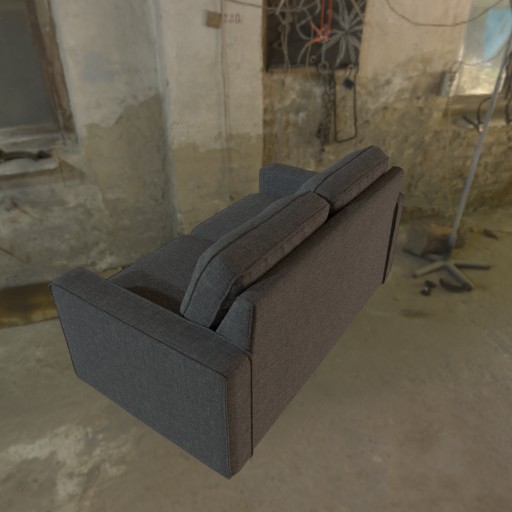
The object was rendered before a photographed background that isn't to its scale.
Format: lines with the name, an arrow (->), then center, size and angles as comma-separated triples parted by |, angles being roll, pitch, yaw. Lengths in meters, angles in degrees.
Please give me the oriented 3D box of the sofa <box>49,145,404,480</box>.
sofa -> 0.000, 0.000, 2.249 | 0.947, 0.918, 1.709 | 20, 37, 29
